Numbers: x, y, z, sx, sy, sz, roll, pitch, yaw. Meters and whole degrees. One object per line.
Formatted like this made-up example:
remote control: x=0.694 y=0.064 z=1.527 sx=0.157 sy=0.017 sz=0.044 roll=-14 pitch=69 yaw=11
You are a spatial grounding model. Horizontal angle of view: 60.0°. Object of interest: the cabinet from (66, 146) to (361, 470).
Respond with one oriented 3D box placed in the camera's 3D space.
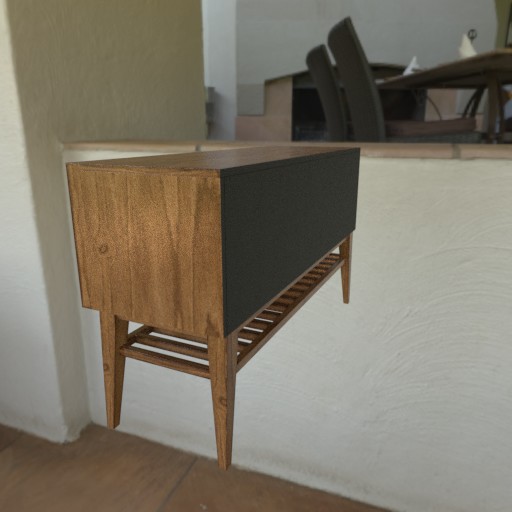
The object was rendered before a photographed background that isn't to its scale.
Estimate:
cabinet: x=0.000 y=0.000 z=1.765 sx=0.477 sy=0.802 sz=1.363 roll=7 pitch=18 yaw=24
